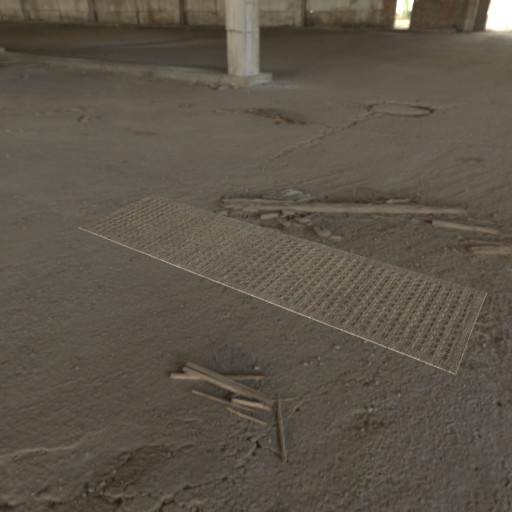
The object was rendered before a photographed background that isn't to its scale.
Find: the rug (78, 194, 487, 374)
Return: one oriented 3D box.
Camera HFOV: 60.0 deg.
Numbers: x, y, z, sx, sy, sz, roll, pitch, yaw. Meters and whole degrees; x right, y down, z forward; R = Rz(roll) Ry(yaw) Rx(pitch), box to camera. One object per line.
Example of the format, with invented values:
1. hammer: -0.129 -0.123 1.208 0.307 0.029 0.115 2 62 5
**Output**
1. rug: 0.000 0.000 2.659 2.443 0.009 0.706 19 35 29
